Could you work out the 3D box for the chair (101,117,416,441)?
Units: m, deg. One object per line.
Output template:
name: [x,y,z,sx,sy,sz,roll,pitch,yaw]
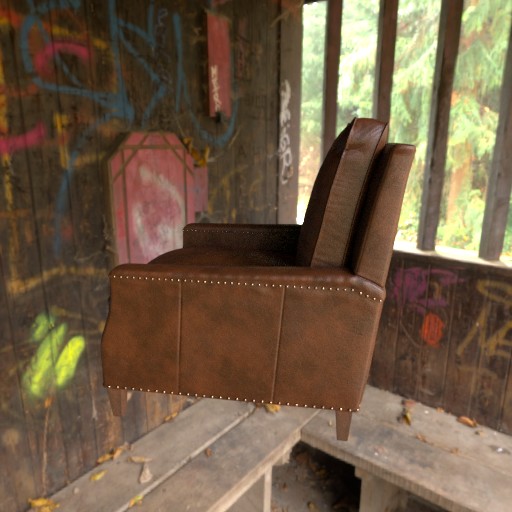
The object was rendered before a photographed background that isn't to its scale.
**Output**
chair: [0.000,0.000,1.804,1.035,1.054,0.854,3,15,9]
